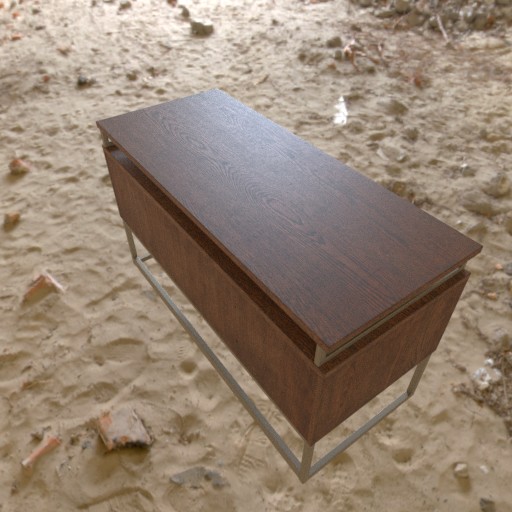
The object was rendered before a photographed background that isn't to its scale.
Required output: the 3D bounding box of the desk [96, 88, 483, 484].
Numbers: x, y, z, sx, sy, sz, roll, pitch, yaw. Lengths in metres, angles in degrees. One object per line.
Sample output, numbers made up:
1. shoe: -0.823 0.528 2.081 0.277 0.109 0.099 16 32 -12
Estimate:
1. desk: 0.000 0.000 1.789 0.610 0.792 1.384 -26 48 -26
